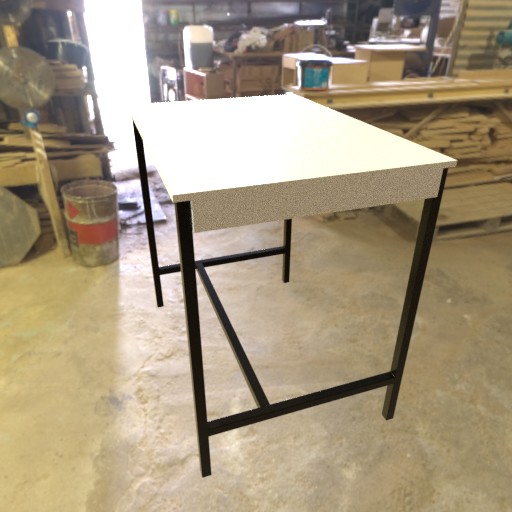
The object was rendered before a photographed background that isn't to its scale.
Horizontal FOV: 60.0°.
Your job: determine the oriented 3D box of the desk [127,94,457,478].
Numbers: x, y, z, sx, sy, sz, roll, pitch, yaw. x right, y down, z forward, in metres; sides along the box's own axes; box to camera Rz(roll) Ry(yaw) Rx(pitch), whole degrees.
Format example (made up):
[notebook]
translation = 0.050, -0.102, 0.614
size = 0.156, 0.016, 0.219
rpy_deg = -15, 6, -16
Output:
[desk]
translation = 0.000, 0.000, 1.328
size = 0.573, 0.766, 0.811
rpy_deg = -10, 31, -17
